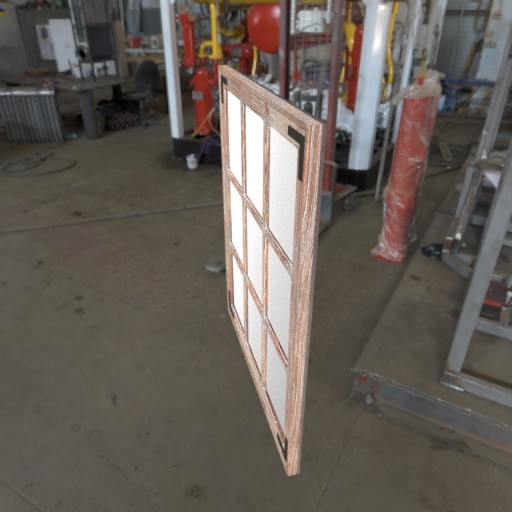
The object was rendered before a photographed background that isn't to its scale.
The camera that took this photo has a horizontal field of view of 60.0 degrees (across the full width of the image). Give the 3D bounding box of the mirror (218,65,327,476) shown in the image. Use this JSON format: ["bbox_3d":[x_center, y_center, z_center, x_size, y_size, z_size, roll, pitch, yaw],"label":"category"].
[{"bbox_3d":[0.000,0.000,1.214,0.032,0.882,0.730,-8,31,-13],"label":"mirror"}]
